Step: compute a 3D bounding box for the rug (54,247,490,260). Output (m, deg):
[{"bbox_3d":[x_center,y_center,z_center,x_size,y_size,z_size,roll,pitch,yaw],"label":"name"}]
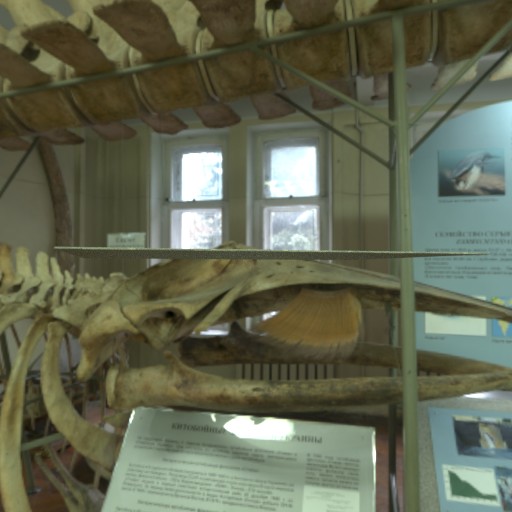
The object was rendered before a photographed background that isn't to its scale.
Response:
[{"bbox_3d":[0.000,0.000,4.379,3.353,0.013,2.438,1,-2,-17],"label":"rug"}]
